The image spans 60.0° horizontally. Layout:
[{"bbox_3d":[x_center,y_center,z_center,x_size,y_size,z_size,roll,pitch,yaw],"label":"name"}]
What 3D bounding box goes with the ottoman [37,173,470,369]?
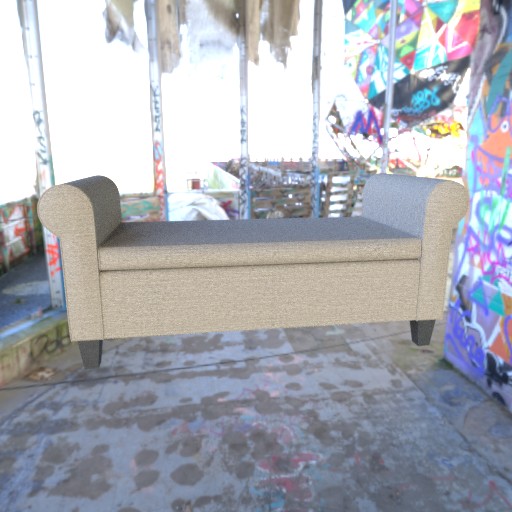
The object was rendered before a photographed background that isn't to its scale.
[{"bbox_3d":[0.000,0.000,1.559,1.256,0.547,0.521,-2,13,-9],"label":"ottoman"}]
